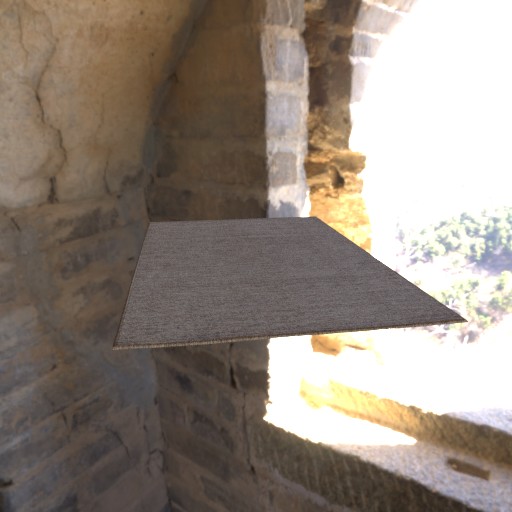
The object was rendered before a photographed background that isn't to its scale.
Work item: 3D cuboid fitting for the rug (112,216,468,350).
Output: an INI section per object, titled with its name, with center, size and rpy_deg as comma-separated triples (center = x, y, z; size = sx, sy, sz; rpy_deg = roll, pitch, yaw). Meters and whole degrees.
[rug]
center = 0.000, 0.000, 2.323
size = 1.211, 0.018, 1.822
rpy_deg = -3, 17, -9
